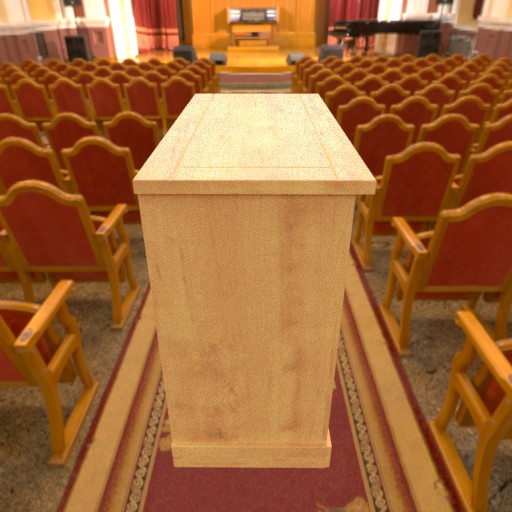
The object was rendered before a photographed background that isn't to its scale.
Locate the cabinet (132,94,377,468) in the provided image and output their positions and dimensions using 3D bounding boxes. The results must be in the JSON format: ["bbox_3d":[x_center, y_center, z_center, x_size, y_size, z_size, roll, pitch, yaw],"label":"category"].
[{"bbox_3d":[0.000,0.000,1.423,0.450,0.840,0.920,0,29,0],"label":"cabinet"}]
